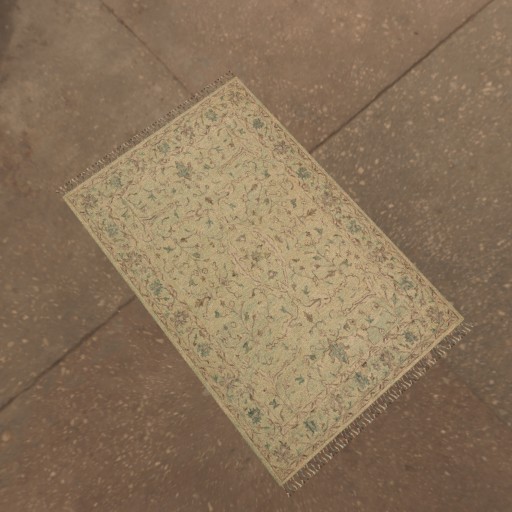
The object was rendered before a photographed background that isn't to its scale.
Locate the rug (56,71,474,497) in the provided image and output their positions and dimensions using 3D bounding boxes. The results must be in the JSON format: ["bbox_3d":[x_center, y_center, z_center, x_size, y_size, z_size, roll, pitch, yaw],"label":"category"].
[{"bbox_3d":[0.000,0.000,2.885,1.544,0.010,2.435,-38,78,-10],"label":"rug"}]
